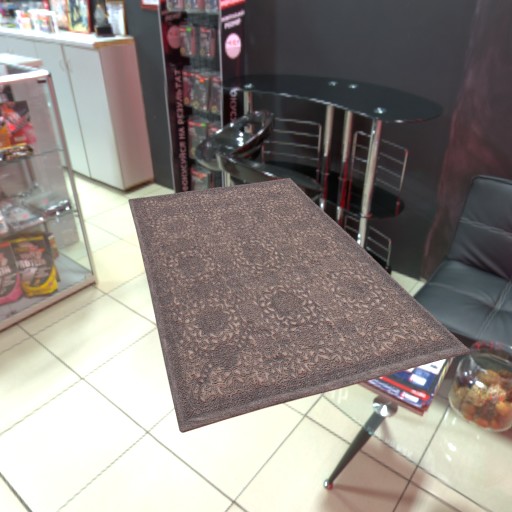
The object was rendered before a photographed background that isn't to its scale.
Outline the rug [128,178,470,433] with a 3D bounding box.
[{"bbox_3d":[0.000,0.000,3.113,1.535,0.022,2.498,-10,34,-16],"label":"rug"}]
